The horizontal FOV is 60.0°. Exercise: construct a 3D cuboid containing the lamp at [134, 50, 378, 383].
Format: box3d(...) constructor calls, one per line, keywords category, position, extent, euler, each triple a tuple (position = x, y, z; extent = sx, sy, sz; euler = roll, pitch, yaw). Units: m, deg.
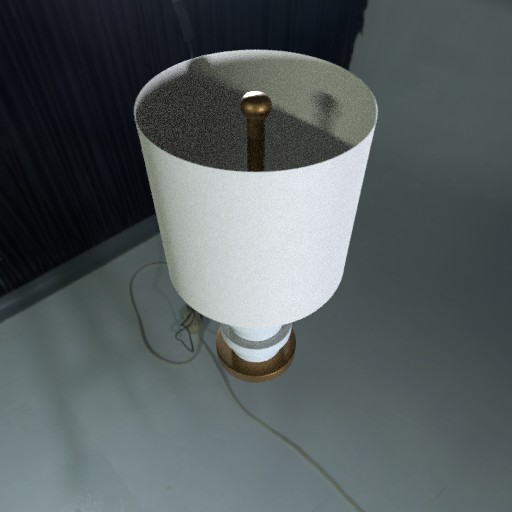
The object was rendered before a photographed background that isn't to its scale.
box3d(category="lamp", position=(0.000, 0.000, 0.534), extent=(0.210, 0.410, 0.210), euler=(35, 56, 28))
